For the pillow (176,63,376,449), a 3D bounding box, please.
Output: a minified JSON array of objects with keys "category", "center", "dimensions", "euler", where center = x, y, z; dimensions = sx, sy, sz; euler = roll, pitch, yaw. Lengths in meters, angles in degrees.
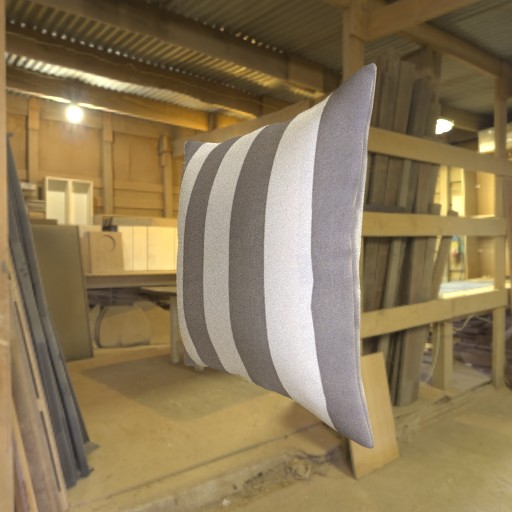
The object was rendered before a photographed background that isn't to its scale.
[{"category":"pillow","center":[0.000,0.000,0.788],"dimensions":[0.192,0.507,0.522],"euler":[-1,1,-37]}]
